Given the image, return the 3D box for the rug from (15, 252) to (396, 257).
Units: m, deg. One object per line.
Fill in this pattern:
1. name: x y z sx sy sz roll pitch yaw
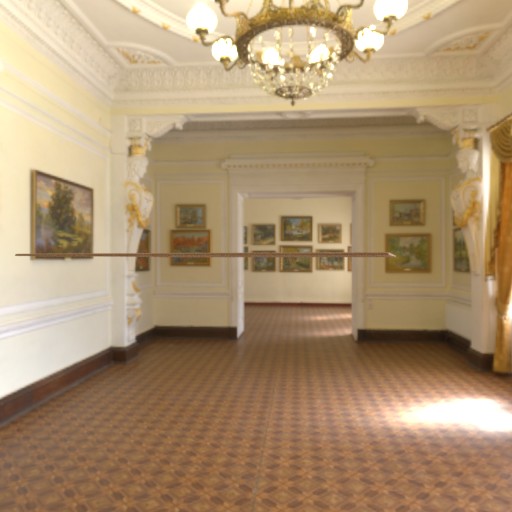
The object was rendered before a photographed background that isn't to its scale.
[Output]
1. rug: 0.000 0.000 3.842 2.288 0.018 2.895 0 0 18
